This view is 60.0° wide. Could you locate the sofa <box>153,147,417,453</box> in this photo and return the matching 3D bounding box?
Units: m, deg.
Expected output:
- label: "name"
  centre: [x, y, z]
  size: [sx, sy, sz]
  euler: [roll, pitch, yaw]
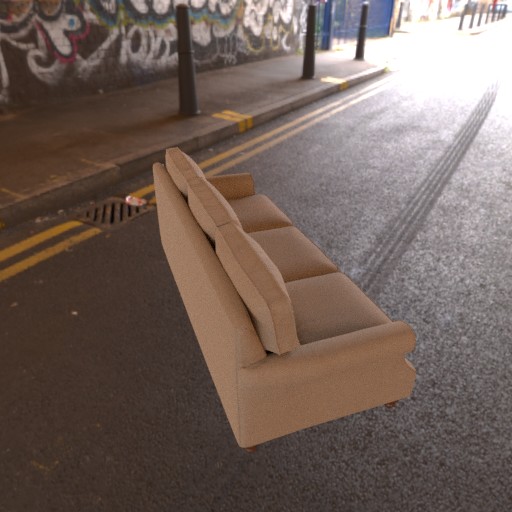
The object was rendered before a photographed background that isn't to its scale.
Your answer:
- label: "sofa"
  centre: [0.000, 0.000, 2.905]
  size: [0.966, 0.948, 2.354]
  euler: [-10, 32, -17]
